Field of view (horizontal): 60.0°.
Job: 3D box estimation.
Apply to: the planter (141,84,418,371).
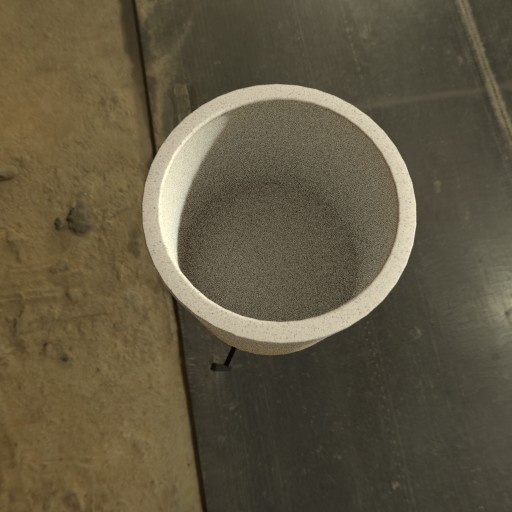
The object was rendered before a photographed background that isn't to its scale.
[{"bbox_3d":[0.000,0.000,0.552,0.267,0.362,0.263,41,79,10],"label":"planter"}]
